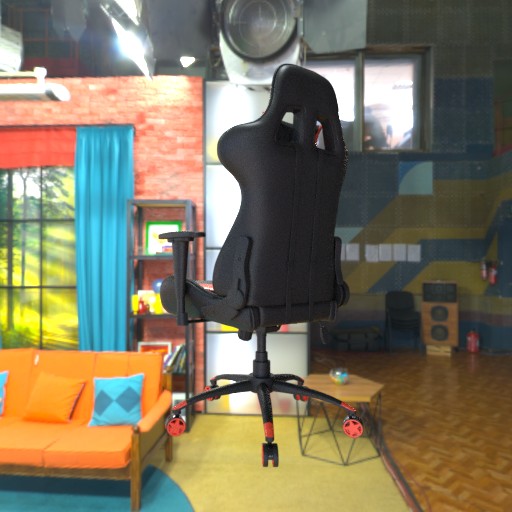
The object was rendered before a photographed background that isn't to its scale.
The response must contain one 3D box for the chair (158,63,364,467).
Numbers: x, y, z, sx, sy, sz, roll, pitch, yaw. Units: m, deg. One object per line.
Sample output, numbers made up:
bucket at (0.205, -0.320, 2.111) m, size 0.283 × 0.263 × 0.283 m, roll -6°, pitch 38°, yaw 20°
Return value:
chair at (0.000, 0.000, 1.725) m, size 0.695 × 1.282 × 0.730 m, roll 0°, pitch 0°, yaw -37°
